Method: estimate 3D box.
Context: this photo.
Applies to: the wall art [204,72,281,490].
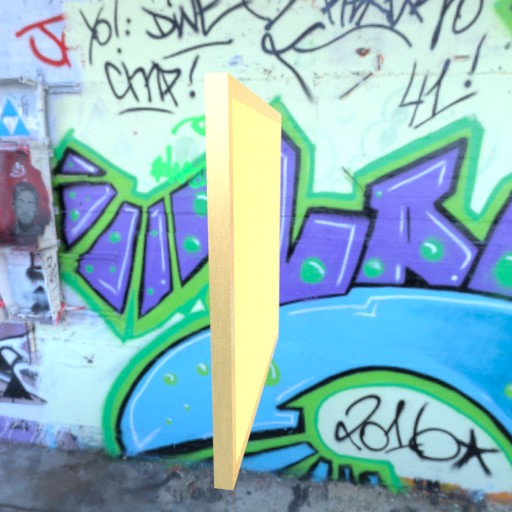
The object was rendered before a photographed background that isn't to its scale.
[{"bbox_3d":[0.000,0.000,2.913,0.097,1.936,1.935,2,13,9],"label":"wall art"}]
